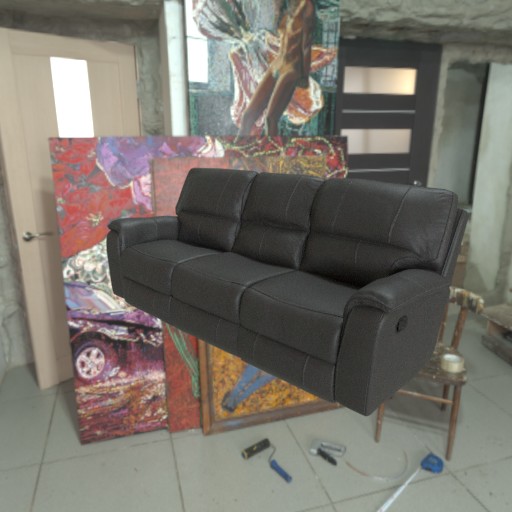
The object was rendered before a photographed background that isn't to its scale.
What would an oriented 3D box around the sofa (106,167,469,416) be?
[{"bbox_3d":[0.000,0.000,3.227,2.627,1.134,1.104,15,22,42],"label":"sofa"}]
